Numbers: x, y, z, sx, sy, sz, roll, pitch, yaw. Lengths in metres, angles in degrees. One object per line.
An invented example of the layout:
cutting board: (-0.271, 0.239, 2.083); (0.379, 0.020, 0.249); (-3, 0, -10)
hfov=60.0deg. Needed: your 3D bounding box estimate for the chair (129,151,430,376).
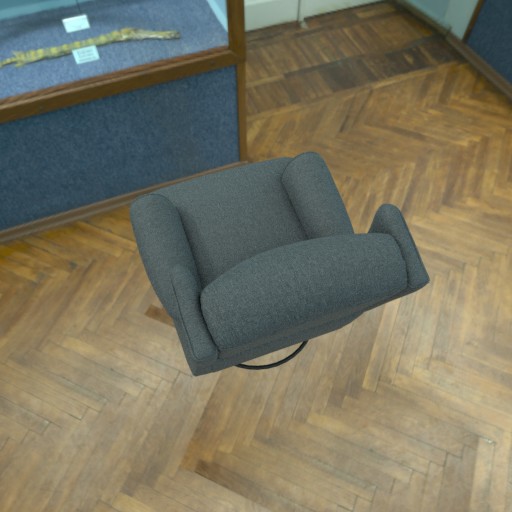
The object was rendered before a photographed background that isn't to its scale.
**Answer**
chair: (0.000, 0.000, 1.729); (0.847, 1.011, 0.969); (-17, 59, -10)
